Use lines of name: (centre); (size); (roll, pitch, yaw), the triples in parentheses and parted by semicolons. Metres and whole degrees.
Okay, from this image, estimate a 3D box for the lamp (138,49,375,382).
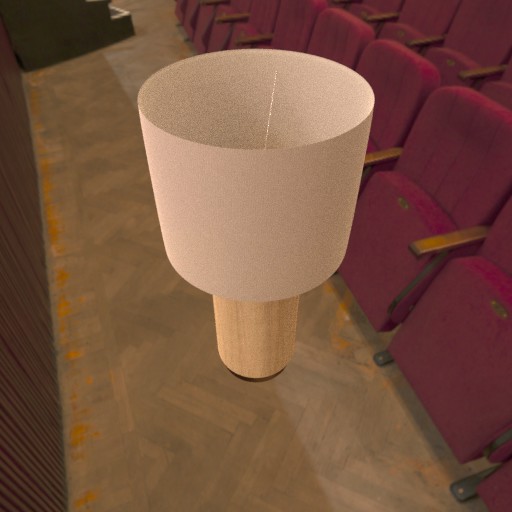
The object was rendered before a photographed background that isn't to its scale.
lamp: (0.000, 0.000, 0.582); (0.228, 0.444, 0.228); (-12, 45, -12)
